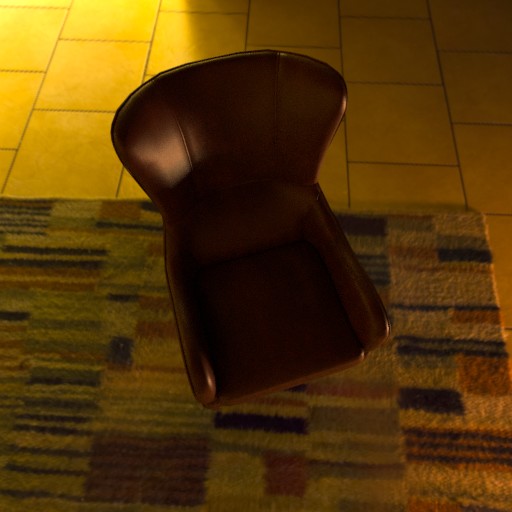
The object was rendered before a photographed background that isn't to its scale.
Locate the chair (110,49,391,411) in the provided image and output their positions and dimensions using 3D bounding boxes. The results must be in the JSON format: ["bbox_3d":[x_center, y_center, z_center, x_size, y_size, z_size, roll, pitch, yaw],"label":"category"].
[{"bbox_3d":[0.000,0.000,1.609,0.692,1.048,0.914,-16,65,-8],"label":"chair"}]
